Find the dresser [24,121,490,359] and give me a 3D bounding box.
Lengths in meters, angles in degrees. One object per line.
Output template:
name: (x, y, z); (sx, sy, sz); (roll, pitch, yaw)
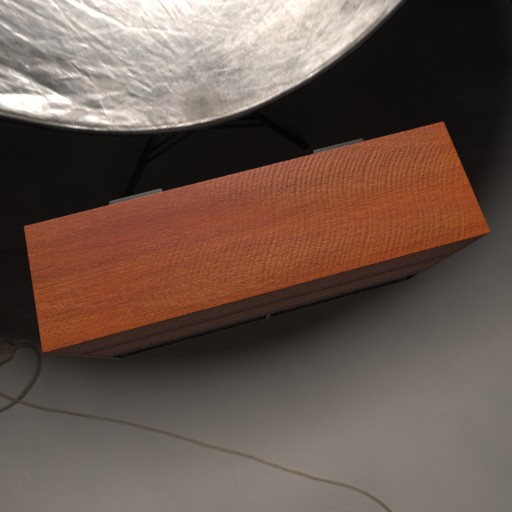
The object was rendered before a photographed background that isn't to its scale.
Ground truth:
dresser: (0.000, 0.000, 1.910); (1.536, 0.810, 0.464); (-15, 76, -4)
